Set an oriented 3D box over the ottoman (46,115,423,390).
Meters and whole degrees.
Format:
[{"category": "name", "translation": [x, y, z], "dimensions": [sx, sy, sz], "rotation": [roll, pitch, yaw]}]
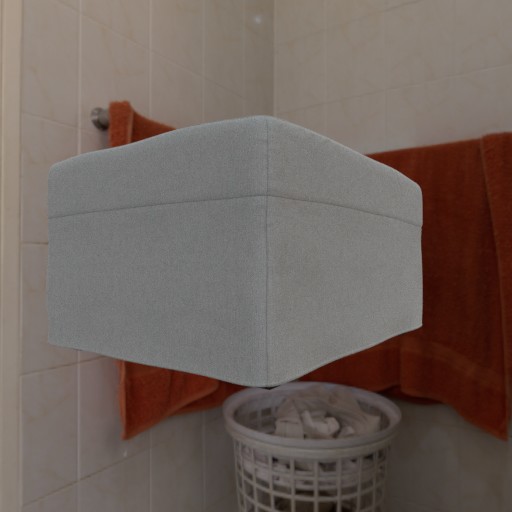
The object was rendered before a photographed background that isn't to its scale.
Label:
[{"category": "ottoman", "translation": [0.000, 0.000, 1.186], "dimensions": [0.648, 0.461, 0.833], "rotation": [0, -1, 36]}]
